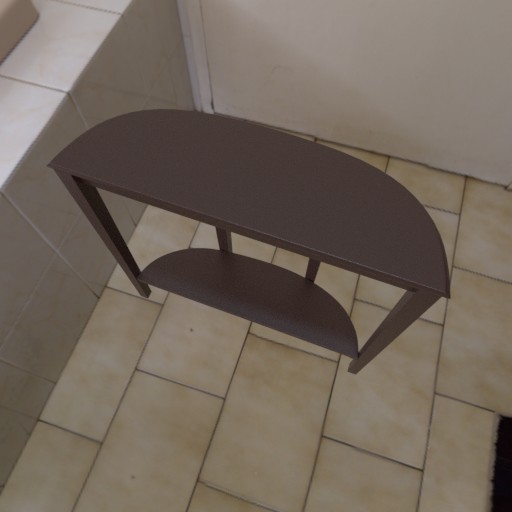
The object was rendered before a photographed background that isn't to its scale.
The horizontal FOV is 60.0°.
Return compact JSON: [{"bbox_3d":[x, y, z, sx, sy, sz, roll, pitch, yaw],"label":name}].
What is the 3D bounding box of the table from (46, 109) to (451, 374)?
[{"bbox_3d":[0.000,0.000,1.345,0.909,0.831,0.274,19,65,9],"label":"table"}]
